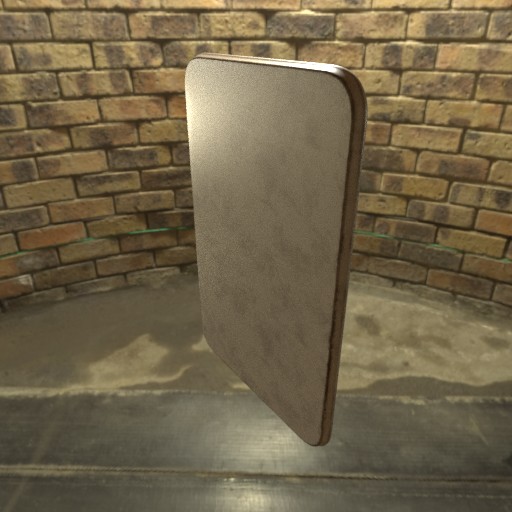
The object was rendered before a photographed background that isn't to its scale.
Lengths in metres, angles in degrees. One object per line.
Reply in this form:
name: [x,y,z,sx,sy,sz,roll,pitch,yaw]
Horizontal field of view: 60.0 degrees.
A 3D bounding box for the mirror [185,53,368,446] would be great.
mirror: [0.000,0.000,0.871,0.024,0.713,0.461,-19,33,-32]
